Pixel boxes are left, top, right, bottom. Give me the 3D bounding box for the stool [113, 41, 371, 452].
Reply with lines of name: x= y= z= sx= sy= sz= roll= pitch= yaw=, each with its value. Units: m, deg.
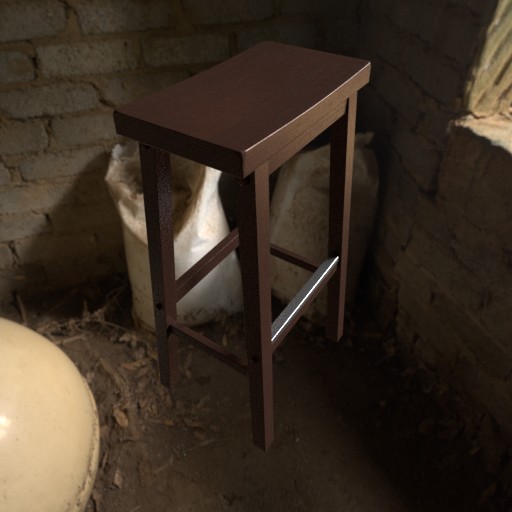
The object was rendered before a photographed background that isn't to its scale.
stool: x=0.000 y=0.000 z=0.958 sx=0.322 sy=0.742 sz=0.406 roll=24 pitch=47 yaw=25
